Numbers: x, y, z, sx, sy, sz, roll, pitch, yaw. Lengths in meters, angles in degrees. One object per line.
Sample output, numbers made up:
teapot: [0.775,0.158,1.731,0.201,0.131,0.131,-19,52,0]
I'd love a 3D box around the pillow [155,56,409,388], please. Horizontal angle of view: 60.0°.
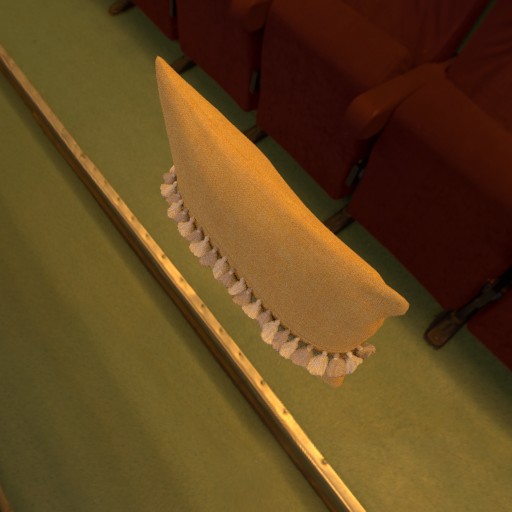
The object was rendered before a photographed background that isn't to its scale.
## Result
pillow: [0.000,0.000,0.743,0.167,0.481,0.485,-36,70,-15]
